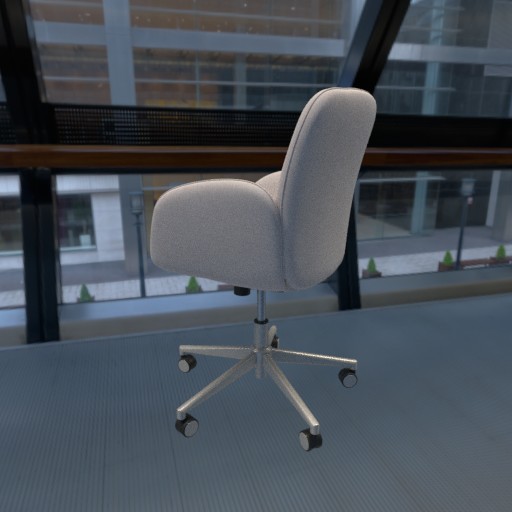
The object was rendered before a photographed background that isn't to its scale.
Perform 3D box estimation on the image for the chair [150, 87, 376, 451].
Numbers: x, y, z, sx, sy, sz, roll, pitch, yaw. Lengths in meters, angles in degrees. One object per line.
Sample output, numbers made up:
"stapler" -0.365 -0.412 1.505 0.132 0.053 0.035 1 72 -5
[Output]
"chair" 0.000 0.000 1.389 0.633 0.959 0.648 8 18 27
